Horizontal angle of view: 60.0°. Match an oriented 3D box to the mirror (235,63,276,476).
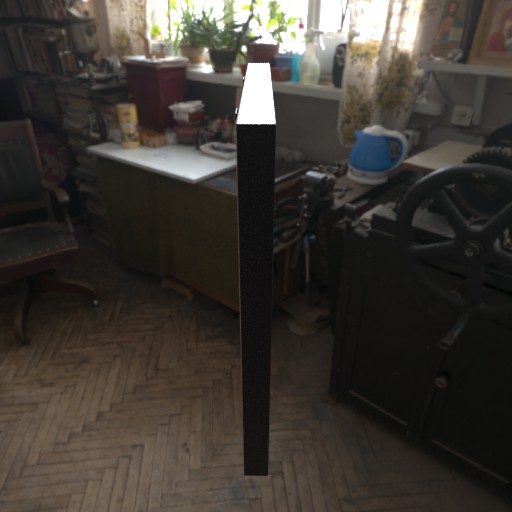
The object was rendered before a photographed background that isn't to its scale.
[{"bbox_3d":[0.000,0.000,0.694,0.041,0.508,0.405,0,30,1],"label":"mirror"}]
